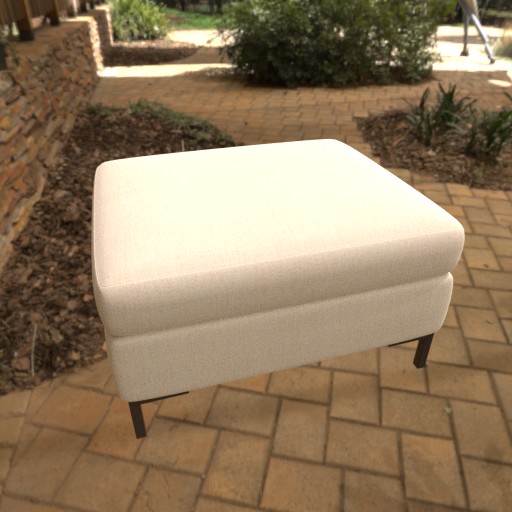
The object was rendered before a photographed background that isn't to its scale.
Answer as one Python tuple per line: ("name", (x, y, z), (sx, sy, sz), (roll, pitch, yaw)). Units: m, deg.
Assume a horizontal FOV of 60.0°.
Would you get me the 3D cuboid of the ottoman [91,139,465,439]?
("ottoman", (0.000, 0.000, 1.199), (0.794, 0.453, 0.657), (-9, 33, -14))
